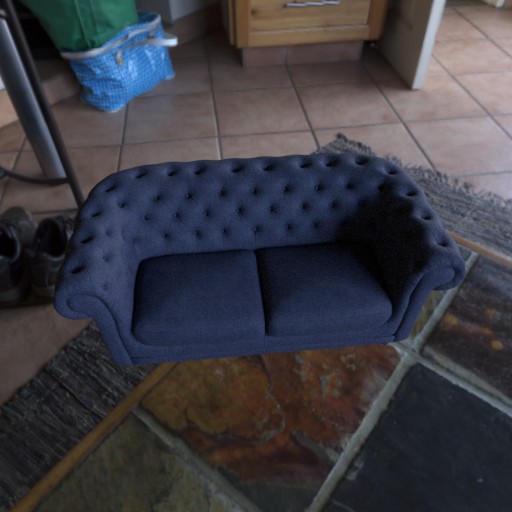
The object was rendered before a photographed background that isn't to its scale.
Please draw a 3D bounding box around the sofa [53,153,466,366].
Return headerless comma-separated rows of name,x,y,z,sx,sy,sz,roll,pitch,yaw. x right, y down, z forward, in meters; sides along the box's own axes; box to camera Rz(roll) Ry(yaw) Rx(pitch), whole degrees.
sofa,0.000,0.000,2.635,1.988,0.833,1.082,-4,47,-4
